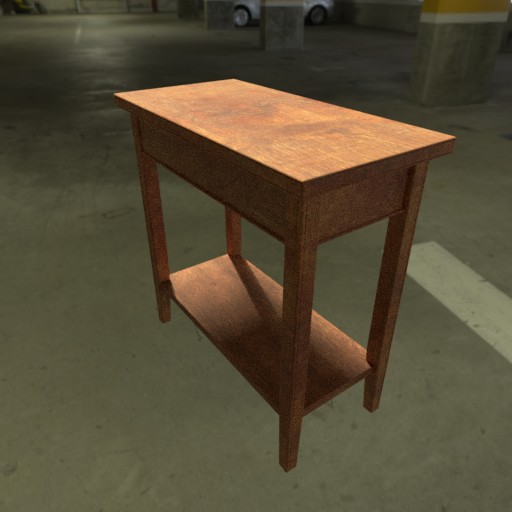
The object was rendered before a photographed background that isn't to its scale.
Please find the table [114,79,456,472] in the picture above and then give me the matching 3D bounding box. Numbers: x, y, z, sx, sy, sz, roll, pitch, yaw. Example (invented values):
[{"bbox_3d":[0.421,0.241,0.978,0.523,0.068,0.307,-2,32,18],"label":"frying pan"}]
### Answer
[{"bbox_3d":[0.000,0.000,0.957,0.305,0.610,0.610,-20,37,-30],"label":"table"}]
